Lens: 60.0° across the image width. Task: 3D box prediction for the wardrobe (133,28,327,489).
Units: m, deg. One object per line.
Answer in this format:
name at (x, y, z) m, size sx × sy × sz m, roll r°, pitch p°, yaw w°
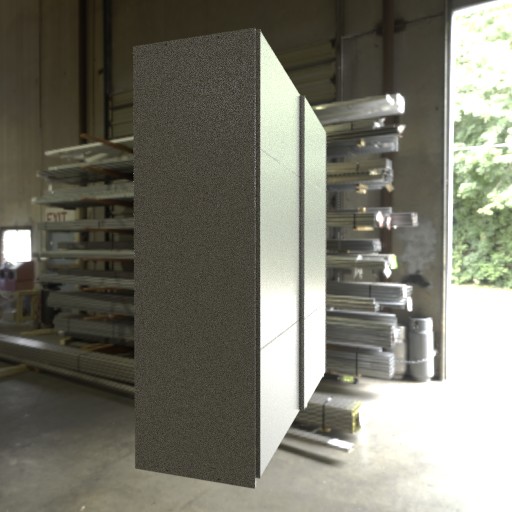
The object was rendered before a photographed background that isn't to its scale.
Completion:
wardrobe at (0.000, 0.000, 2.808) m, size 0.629 × 1.960 × 1.780 m, roll 0°, pitch 1°, yaw 17°
